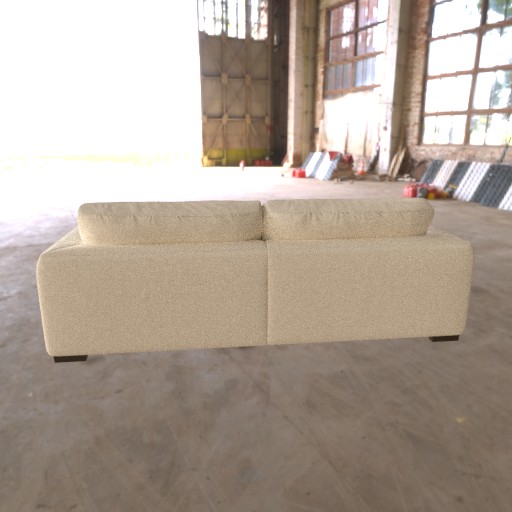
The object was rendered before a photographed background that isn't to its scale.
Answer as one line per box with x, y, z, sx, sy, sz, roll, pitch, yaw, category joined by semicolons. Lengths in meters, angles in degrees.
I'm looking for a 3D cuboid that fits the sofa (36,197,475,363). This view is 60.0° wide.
0.000;0.000;2.767;2.262;0.801;1.070;-2;16;-6;sofa
